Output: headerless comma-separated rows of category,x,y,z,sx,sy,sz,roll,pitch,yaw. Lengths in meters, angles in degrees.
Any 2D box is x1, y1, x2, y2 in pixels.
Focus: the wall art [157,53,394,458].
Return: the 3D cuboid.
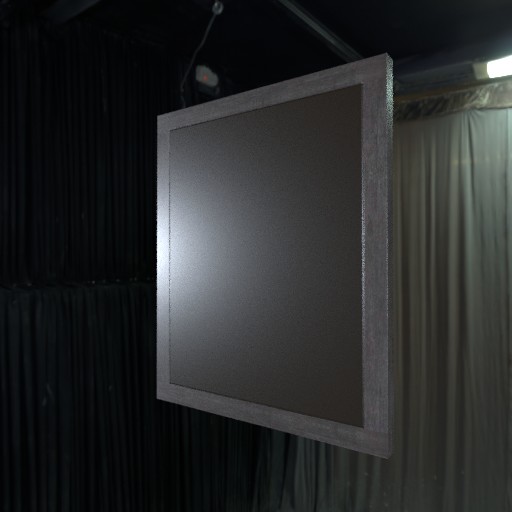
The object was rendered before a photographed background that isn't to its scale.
wall art,0.000,0.000,0.783,0.479,0.580,0.027,0,-1,35
